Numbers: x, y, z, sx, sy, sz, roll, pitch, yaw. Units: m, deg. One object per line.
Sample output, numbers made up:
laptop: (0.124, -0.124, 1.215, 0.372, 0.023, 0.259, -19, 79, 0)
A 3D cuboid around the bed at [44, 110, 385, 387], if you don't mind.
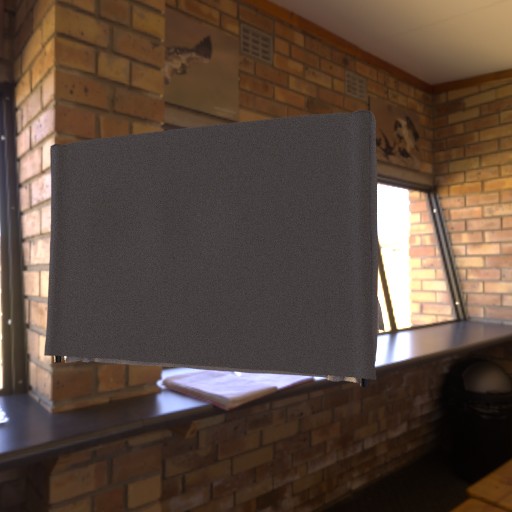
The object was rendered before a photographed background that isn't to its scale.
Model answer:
bed: (0.000, 0.000, 3.431, 1.925, 1.332, 2.276, -1, -2, 18)
